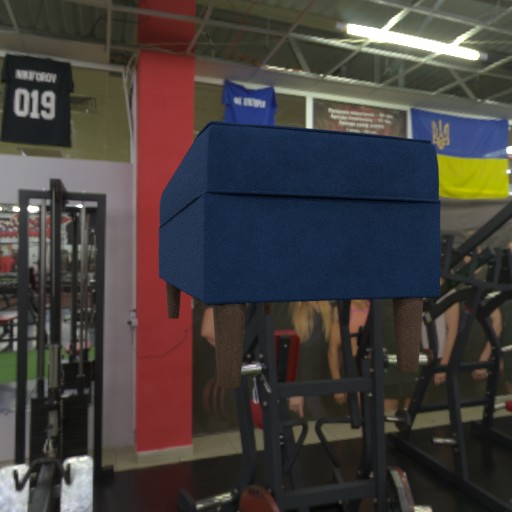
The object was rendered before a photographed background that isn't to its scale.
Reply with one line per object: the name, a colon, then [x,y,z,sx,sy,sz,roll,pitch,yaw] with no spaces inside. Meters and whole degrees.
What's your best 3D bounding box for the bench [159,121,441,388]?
bench: [0.000,0.000,1.291,0.489,0.467,1.010,0,0,-17]
